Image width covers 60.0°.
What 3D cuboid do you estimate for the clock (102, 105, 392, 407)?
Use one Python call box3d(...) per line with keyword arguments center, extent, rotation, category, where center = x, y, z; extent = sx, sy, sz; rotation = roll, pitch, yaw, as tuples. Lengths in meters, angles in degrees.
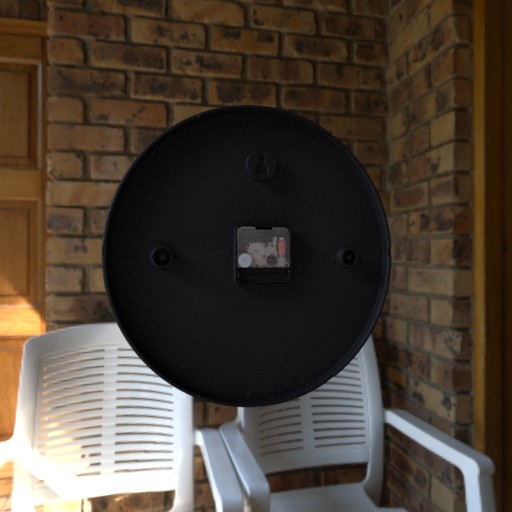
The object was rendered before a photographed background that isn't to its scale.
box3d(center=(0.000, 0.000, 0.446), extent=(0.293, 0.293, 0.040), rotation=(0, 0, -17), category="clock")
